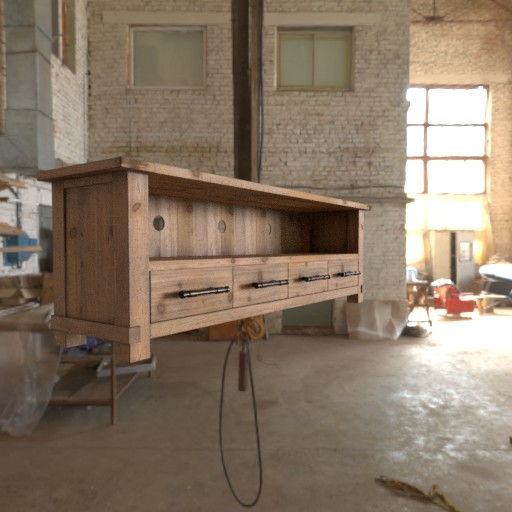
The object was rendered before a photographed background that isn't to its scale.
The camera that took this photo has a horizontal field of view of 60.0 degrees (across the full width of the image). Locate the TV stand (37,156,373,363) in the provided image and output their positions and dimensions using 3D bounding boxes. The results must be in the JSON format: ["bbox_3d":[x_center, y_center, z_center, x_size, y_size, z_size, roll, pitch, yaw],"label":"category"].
[{"bbox_3d":[0.000,0.000,2.039,0.453,0.573,1.804,1,2,36],"label":"TV stand"}]
